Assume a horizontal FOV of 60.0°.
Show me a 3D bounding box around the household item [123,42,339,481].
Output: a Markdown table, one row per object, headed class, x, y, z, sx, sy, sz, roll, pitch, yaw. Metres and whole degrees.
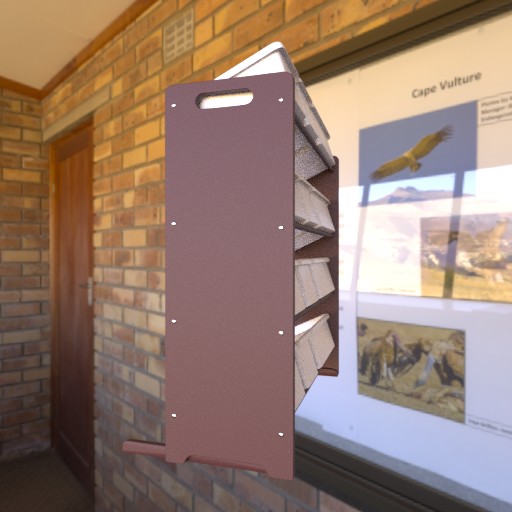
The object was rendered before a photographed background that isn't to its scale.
| class | x | y | z | sx | sy | sz | roll | pitch | yaw |
| --- | --- | --- | --- | --- | --- | --- | --- | --- | --- |
| household item | 0.000 | 0.000 | 1.282 | 0.389 | 0.864 | 0.787 | 0 | 0 | 17 |
